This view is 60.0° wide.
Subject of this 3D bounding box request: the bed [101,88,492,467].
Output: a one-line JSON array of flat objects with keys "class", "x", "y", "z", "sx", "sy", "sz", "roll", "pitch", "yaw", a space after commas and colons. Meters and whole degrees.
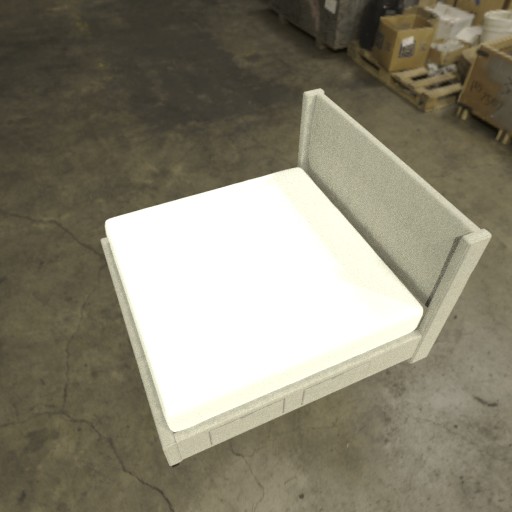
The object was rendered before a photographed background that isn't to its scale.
[{"class": "bed", "x": 0.000, "y": 0.000, "z": 3.632, "sx": 2.280, "sy": 1.470, "sz": 2.140, "roll": -18, "pitch": 49, "yaw": -16}]
